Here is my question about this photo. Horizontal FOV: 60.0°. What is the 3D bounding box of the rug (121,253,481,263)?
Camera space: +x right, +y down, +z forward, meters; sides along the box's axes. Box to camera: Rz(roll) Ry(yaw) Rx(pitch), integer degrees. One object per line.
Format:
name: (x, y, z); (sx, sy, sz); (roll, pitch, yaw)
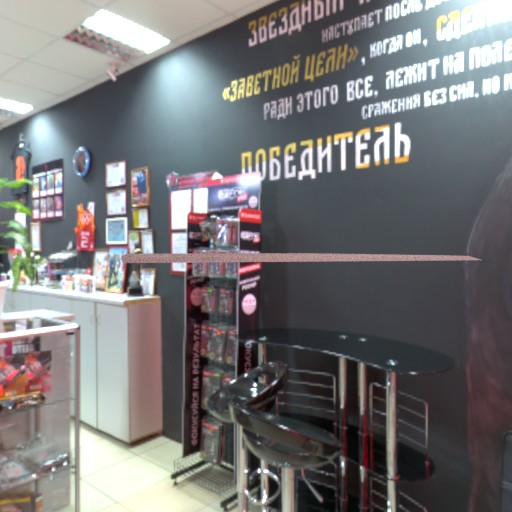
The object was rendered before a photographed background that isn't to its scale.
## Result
rug: (0.000, 0.000, 3.997); (2.332, 0.027, 2.933); (0, 1, -17)
